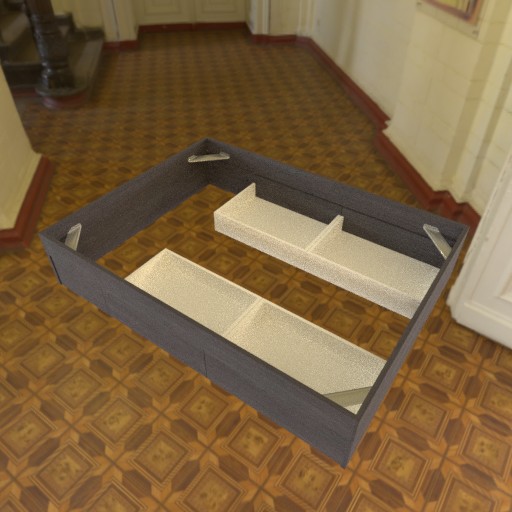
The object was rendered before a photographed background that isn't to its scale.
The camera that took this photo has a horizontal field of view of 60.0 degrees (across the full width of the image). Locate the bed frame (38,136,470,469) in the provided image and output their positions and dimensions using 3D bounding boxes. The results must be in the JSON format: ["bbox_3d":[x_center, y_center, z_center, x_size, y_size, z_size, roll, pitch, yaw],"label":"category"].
[{"bbox_3d":[0.000,0.000,2.615,1.944,0.459,1.448,25,47,26],"label":"bed frame"}]
